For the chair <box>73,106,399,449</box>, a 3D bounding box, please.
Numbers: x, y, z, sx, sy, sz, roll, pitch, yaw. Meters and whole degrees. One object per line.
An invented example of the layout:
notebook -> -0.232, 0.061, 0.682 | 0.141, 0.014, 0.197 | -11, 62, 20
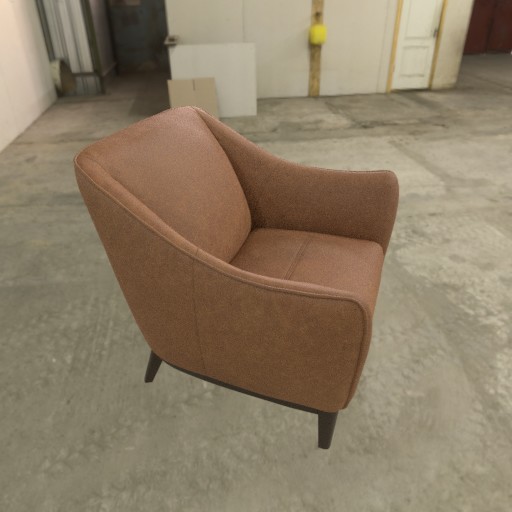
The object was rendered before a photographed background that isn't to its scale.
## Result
chair -> 0.000, 0.000, 1.517 | 0.852, 0.830, 0.871 | 11, 33, 17
